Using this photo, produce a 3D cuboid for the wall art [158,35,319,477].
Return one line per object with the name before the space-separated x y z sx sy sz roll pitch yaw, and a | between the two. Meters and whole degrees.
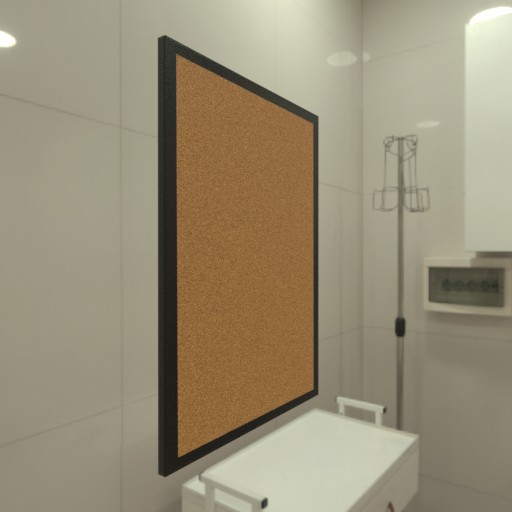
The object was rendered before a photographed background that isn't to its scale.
wall art | 0.000 0.000 0.857 0.016 0.657 0.480 0 0 36
